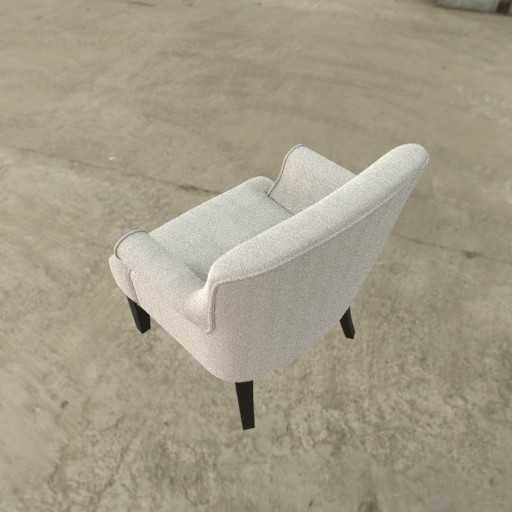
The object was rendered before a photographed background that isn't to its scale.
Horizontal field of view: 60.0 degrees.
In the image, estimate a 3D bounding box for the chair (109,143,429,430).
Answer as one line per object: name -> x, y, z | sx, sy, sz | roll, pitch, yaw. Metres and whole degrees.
chair -> 0.000, 0.000, 1.458 | 0.781, 0.875, 0.750 | -33, 54, -28
